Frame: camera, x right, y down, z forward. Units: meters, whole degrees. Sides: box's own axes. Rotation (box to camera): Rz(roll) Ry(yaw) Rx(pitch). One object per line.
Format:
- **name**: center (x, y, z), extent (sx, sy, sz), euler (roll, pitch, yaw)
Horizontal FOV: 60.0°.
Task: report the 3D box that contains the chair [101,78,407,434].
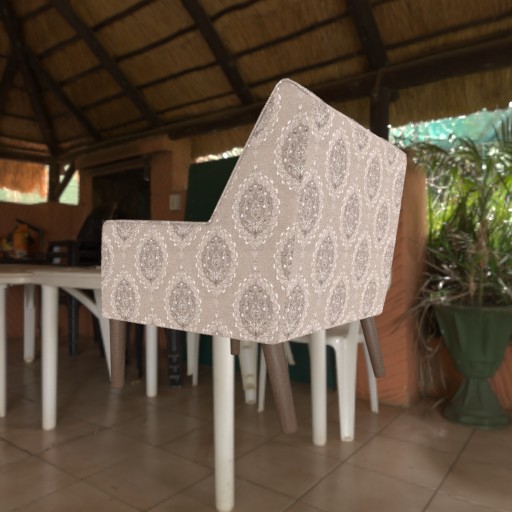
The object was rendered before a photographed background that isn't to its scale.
- **chair**: center (0.000, 0.000, 1.394), extent (0.750, 0.797, 0.665), euler (0, -1, 36)
